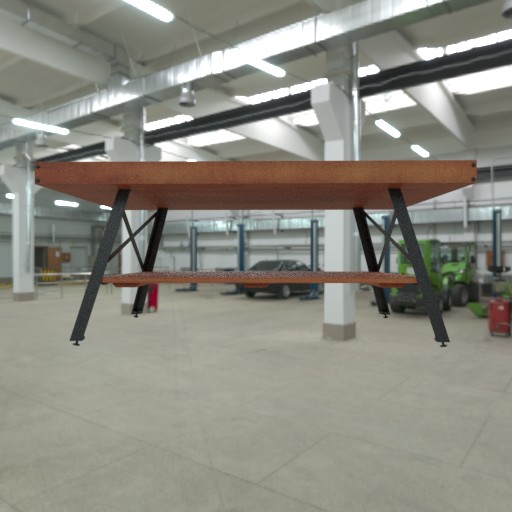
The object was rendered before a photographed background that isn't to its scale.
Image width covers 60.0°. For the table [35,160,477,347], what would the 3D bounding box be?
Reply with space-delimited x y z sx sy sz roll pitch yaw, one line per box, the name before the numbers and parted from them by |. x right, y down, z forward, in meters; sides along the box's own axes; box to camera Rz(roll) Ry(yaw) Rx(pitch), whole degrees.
table | 0.000 0.000 1.372 1.067 0.457 0.610 0 0 1
